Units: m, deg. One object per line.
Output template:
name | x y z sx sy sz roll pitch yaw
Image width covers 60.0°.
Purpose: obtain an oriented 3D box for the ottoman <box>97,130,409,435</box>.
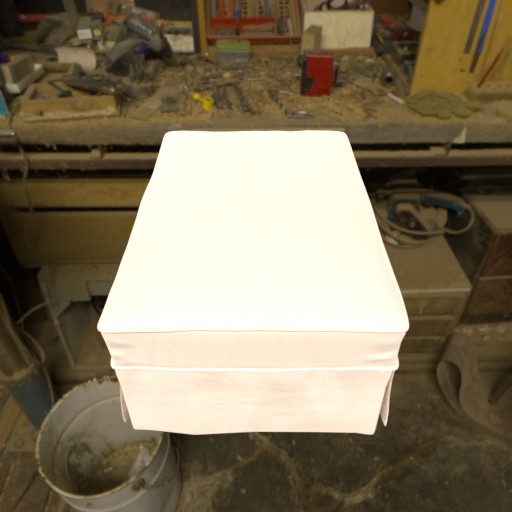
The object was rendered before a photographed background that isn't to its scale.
ottoman | 0.000 0.000 1.360 0.703 0.479 0.944 0 41 0
